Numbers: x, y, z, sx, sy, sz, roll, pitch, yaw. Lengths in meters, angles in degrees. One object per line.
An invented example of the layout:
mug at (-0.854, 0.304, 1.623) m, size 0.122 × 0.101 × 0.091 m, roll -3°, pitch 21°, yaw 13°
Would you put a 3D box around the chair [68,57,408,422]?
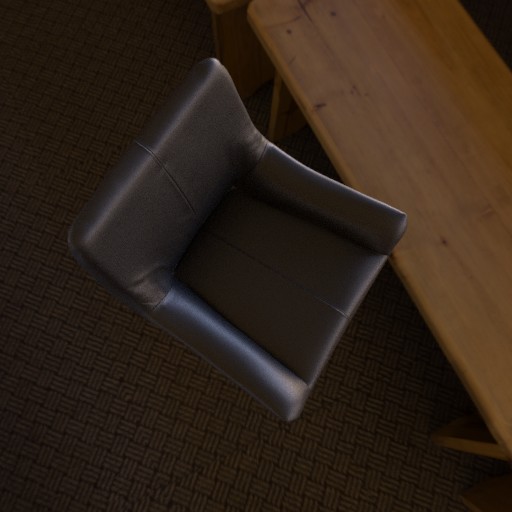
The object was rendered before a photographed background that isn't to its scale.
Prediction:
chair at (0.000, 0.000, 1.565) m, size 0.826 × 0.922 × 0.836 m, roll 31°, pitch 77°, yaw 8°
